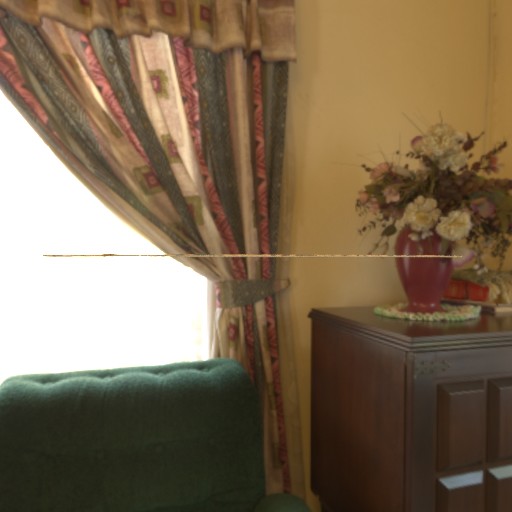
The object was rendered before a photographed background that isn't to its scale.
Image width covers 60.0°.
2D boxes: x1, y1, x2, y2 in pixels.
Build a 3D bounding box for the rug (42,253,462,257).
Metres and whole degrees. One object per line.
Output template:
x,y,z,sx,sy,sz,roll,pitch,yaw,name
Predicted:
0.000,0.000,2.108,1.698,0.013,1.072,0,0,-35,rug
